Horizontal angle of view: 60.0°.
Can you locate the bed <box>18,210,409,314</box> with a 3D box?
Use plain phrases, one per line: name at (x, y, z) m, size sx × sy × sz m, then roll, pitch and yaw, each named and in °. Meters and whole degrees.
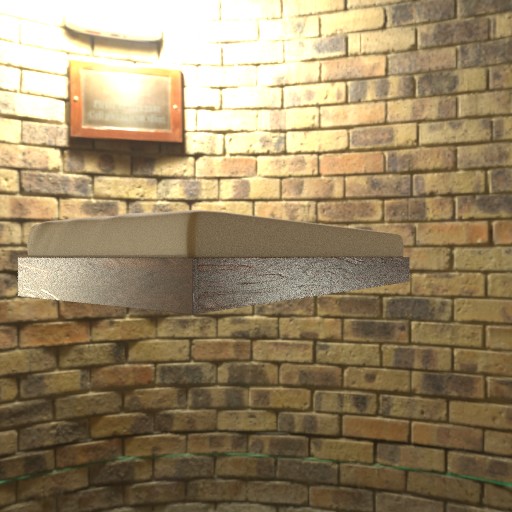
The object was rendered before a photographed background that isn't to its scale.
bed at (0.000, 0.000, 2.203) m, size 0.940 × 0.312 × 1.860 m, roll 0°, pitch 0°, yaw 36°
